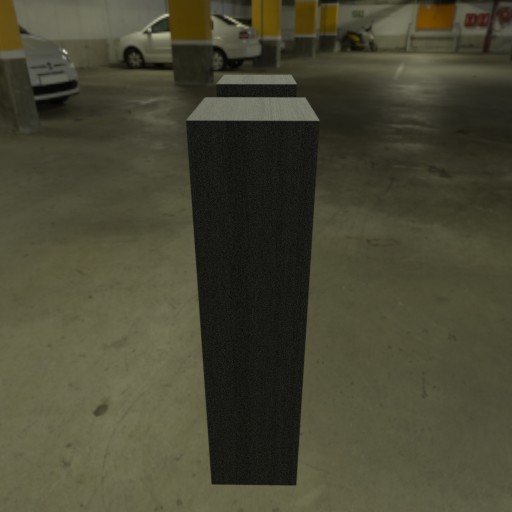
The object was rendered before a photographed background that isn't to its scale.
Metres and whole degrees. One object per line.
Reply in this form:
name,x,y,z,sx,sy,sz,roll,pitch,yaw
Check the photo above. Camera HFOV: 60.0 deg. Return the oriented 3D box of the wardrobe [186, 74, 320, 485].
wardrobe,0.000,0.000,2.833,0.480,2.000,1.770,0,27,1
